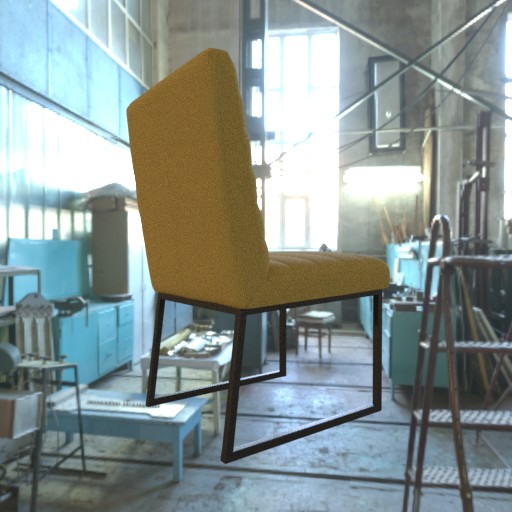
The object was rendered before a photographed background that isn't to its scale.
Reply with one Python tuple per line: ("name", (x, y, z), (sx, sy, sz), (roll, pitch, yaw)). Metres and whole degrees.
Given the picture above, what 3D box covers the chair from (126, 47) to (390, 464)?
("chair", (0.000, 0.000, 1.331), (0.634, 0.930, 0.520), (-1, 1, -36))
